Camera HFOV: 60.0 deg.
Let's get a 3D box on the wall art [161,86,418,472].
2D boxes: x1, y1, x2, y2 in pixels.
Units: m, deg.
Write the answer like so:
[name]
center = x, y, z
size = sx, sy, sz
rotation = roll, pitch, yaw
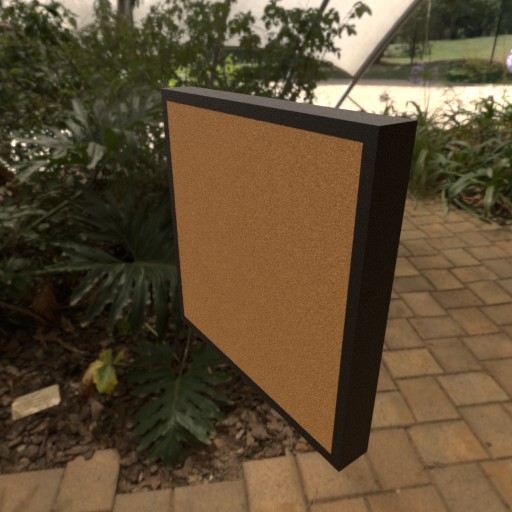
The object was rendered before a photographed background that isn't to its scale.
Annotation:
[wall art]
center = 0.000, 0.000, 0.454
size = 0.038, 0.304, 0.305
rotation = -18, 31, -32
